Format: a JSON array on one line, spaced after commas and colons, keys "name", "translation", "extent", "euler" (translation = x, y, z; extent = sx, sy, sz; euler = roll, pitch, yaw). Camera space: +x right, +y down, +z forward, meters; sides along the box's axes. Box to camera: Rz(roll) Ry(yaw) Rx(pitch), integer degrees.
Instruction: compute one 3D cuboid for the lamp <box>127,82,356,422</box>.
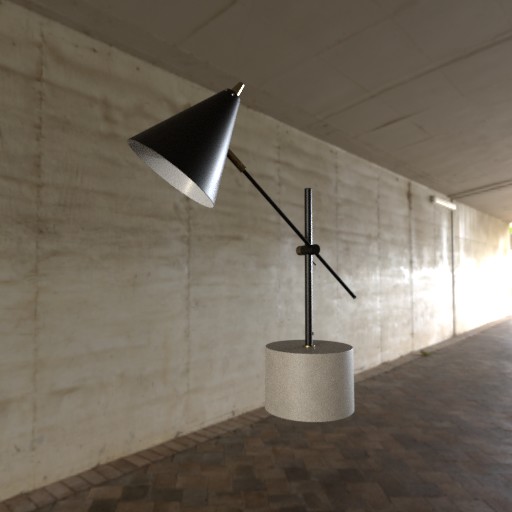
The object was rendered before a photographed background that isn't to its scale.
[{"name": "lamp", "translation": [0.000, 0.000, 0.713], "extent": [0.403, 0.518, 0.214], "euler": [1, -2, -18]}]
